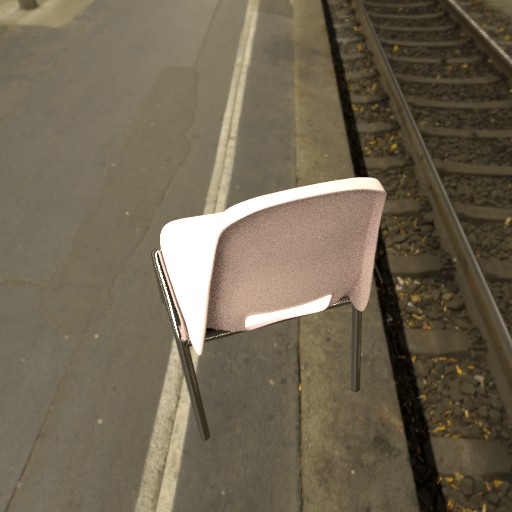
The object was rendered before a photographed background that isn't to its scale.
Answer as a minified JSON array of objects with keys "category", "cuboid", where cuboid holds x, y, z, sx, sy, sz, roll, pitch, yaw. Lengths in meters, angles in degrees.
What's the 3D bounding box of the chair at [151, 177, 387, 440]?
[{"category":"chair","cuboid":[0.000,0.000,0.789,0.354,0.537,0.385,-13,45,-13]}]
